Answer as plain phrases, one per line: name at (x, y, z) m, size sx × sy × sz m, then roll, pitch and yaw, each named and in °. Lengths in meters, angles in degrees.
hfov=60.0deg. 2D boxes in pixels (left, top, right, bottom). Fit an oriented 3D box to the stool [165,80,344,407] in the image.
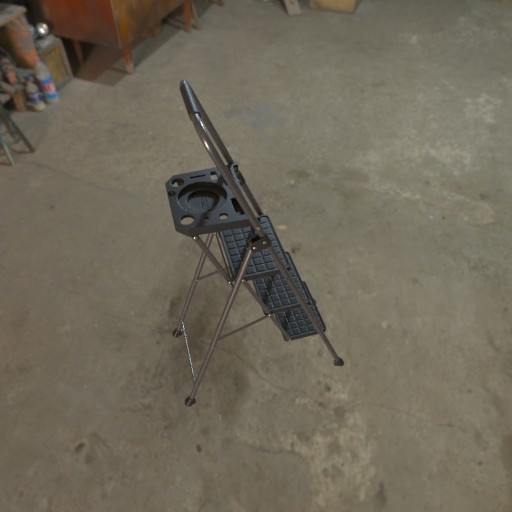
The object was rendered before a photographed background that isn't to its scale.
stool at (0.000, 0.000, 1.604) m, size 0.733 × 1.277 × 0.396 m, roll -12°, pitch 49°, yaw -11°
